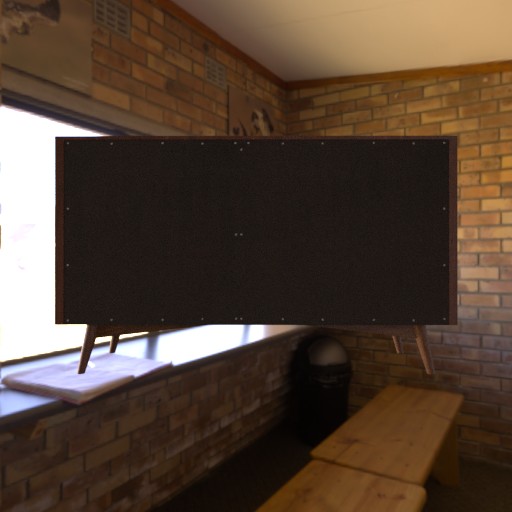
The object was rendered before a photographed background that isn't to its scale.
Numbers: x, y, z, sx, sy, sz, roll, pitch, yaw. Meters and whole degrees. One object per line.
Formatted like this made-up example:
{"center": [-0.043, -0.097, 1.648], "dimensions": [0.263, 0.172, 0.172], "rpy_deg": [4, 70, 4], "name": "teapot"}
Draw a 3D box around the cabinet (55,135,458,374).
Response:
{"center": [0.000, 0.000, 1.985], "dimensions": [1.575, 0.940, 0.505], "rpy_deg": [0, 0, 0], "name": "cabinet"}
